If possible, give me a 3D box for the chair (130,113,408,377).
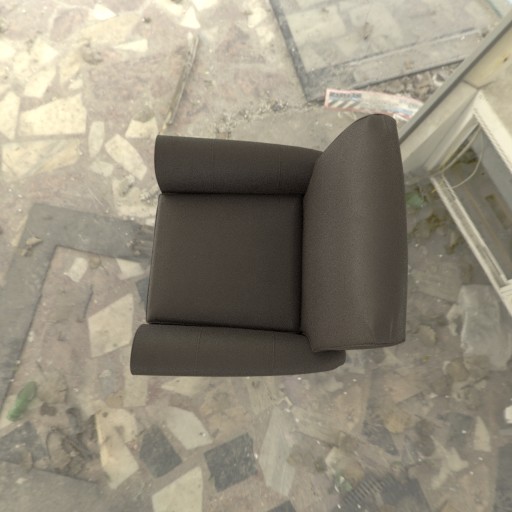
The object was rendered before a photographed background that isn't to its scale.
[{"bbox_3d":[0.000,0.000,1.806,0.902,1.061,0.978,2,75,1],"label":"chair"}]
